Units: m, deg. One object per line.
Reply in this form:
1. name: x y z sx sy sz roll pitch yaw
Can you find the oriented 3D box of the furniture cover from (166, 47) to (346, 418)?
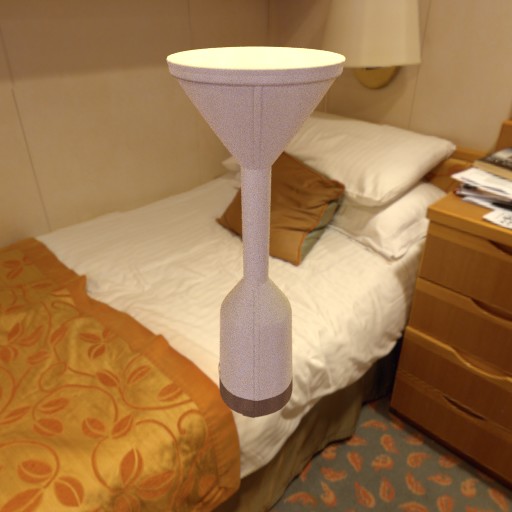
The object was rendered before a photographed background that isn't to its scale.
1. furniture cover: 0.000 0.000 2.905 0.914 2.413 0.914 -1 30 -1
